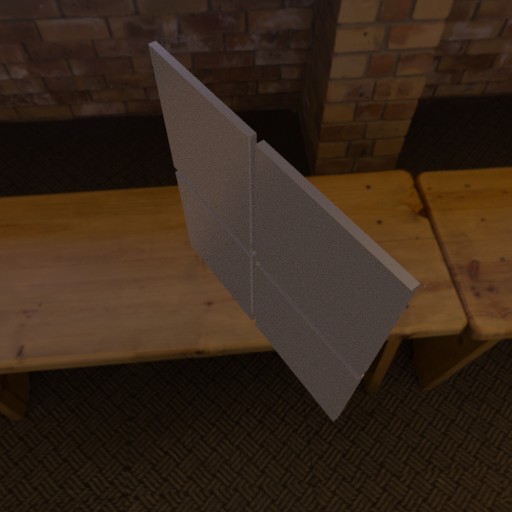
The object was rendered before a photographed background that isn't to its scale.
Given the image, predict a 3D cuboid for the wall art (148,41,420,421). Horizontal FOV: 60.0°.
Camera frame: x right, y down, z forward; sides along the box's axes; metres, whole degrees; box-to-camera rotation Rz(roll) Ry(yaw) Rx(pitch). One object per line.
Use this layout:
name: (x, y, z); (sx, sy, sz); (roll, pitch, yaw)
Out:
wall art: (0.000, 0.000, 1.636); (0.029, 1.118, 1.118); (-32, 62, -19)
